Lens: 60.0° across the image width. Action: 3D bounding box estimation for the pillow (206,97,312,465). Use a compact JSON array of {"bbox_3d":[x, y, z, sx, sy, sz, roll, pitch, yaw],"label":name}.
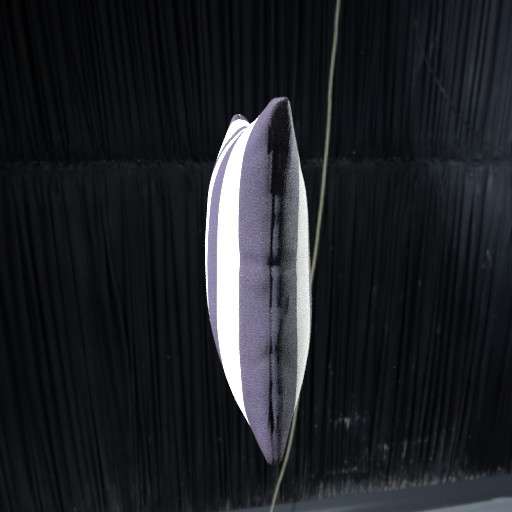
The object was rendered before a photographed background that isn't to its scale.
[{"bbox_3d":[0.000,0.000,0.830,0.189,0.526,0.536,-2,15,-9],"label":"pillow"}]
